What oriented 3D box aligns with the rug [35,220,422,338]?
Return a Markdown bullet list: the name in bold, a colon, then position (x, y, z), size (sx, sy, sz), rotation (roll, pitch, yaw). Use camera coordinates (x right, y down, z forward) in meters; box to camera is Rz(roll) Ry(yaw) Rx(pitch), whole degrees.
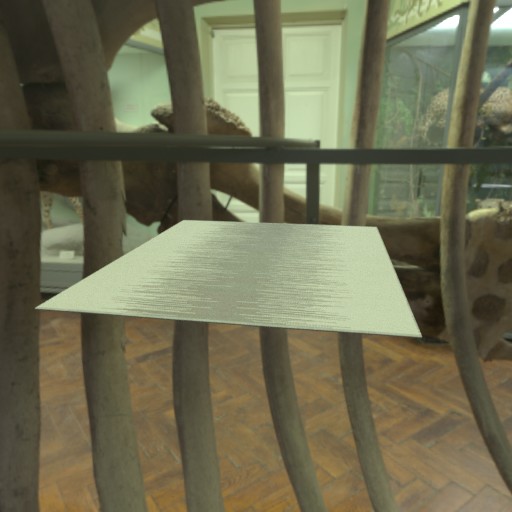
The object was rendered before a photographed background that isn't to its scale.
- **rug**: position (0.000, 0.000, 4.155), size (2.453, 0.010, 3.037), rotation (3, 16, 10)
